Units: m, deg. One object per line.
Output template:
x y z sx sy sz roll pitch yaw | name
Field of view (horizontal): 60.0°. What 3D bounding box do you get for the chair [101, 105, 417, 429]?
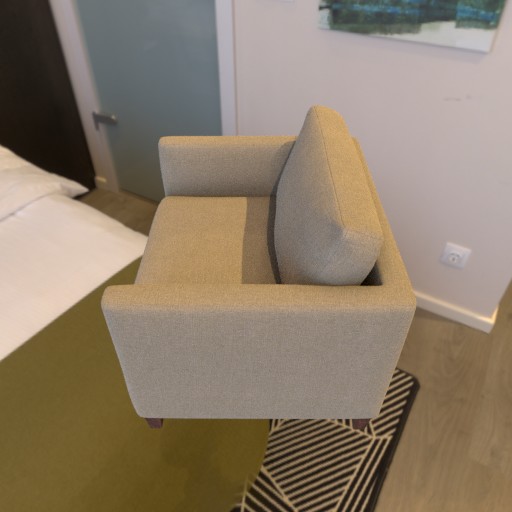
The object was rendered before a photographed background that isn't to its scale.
0.000 0.000 1.845 0.959 0.963 1.107 0 41 0 | chair
